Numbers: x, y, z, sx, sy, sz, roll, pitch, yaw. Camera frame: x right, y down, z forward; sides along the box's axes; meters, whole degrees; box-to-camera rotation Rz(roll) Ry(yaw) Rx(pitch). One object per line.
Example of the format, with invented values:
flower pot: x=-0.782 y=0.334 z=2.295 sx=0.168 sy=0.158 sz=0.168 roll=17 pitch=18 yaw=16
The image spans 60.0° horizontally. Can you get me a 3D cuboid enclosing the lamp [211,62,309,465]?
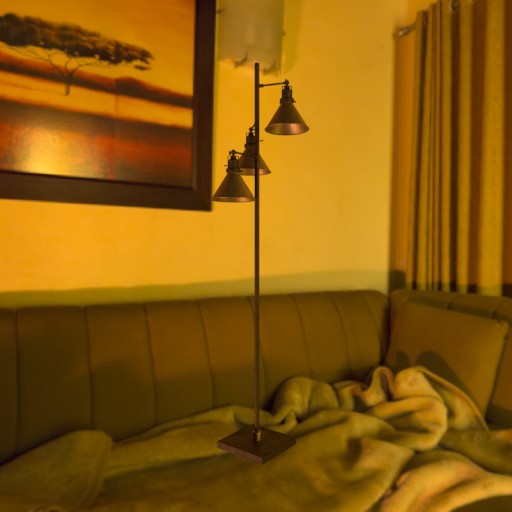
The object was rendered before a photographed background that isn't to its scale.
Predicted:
lamp: x=0.000 y=0.000 z=1.961 sx=0.428 sy=1.716 sz=0.415 roll=1 pitch=1 yaw=38
